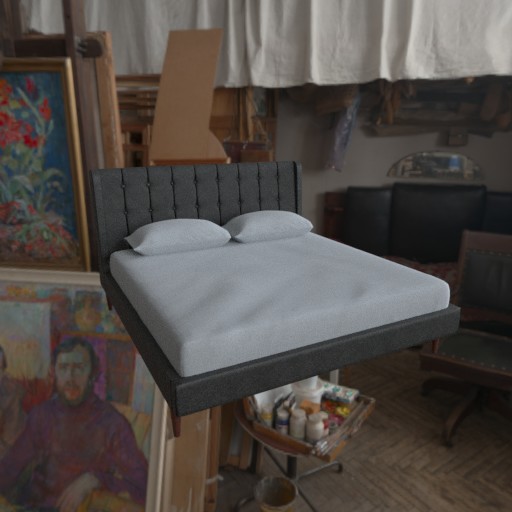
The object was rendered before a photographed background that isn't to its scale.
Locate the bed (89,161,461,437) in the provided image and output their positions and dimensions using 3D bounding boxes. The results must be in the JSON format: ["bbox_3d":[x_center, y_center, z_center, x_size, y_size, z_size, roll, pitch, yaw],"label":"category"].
[{"bbox_3d":[0.000,0.000,3.194,1.903,1.158,2.031,-8,18,-27],"label":"bed"}]
